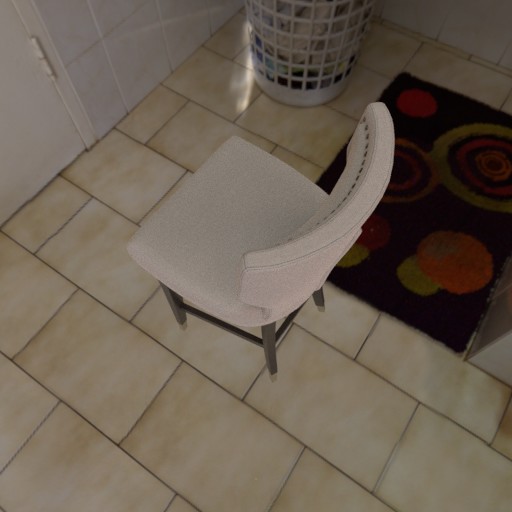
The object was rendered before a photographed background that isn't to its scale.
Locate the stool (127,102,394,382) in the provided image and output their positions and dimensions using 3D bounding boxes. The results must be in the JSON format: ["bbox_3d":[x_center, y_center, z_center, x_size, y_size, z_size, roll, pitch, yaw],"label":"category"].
[{"bbox_3d":[0.000,0.000,1.406,0.563,1.092,0.526,33,68,15],"label":"stool"}]
